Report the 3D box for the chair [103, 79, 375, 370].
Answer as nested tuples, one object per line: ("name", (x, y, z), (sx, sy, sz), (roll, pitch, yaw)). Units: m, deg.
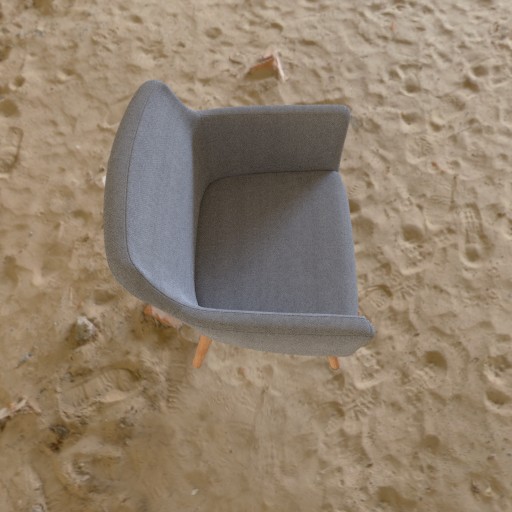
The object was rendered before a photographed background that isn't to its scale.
("chair", (0.000, 0.000, 1.143), (0.540, 0.780, 0.570), (1, 64, 0))
